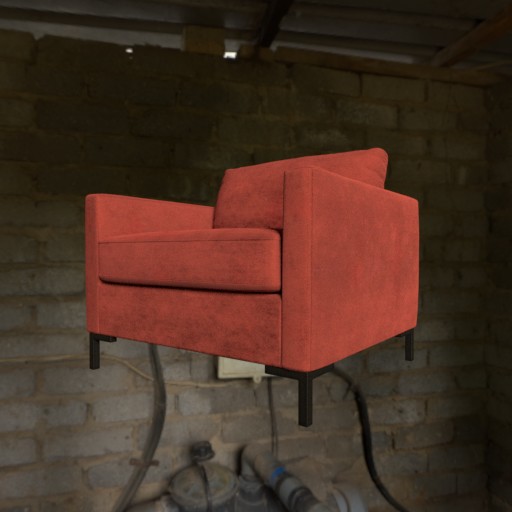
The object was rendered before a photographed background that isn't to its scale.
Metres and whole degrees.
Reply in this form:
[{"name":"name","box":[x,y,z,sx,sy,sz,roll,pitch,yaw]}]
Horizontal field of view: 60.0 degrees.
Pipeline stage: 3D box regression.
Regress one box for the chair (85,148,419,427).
[{"name":"chair","box":[0.000,0.000,1.647,0.964,0.812,0.875,0,1,36]}]
